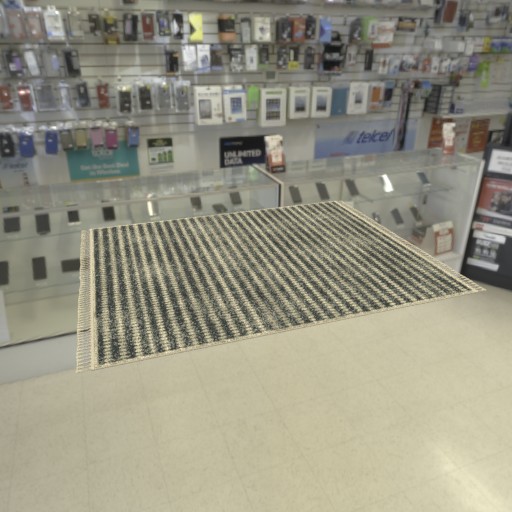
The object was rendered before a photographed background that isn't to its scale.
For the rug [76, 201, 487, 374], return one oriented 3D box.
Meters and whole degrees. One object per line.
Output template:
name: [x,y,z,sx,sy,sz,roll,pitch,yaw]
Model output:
rug: [0.000,0.000,3.873,2.910,0.013,2.256,-8,27,-17]
